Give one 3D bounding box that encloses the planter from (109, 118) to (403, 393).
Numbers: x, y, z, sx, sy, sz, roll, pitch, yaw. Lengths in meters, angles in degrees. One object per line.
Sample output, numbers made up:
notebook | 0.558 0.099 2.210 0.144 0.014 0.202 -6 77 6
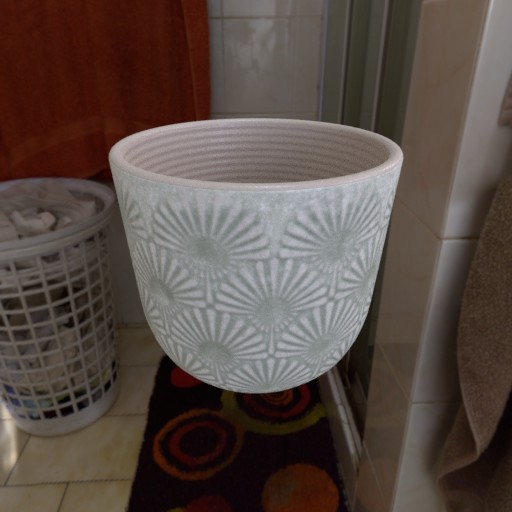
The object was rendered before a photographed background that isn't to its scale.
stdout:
planter | 0.000 0.000 0.299 0.170 0.152 0.170 0 27 0
